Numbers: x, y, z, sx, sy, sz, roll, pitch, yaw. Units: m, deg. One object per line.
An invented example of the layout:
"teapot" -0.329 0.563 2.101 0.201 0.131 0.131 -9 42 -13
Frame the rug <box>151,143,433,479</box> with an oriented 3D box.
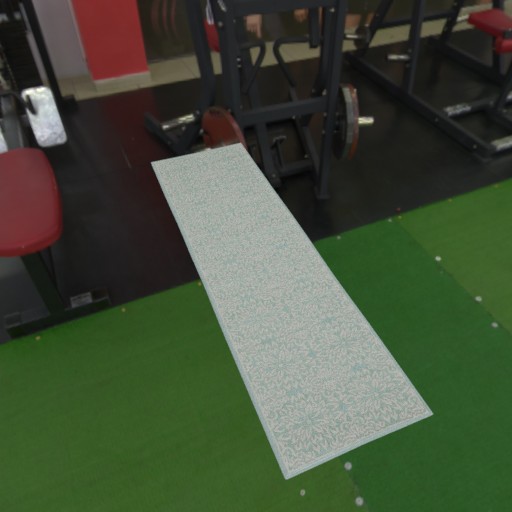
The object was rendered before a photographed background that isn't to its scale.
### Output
"rug" 0.000 0.000 2.418 0.662 0.011 2.196 -16 48 -15
